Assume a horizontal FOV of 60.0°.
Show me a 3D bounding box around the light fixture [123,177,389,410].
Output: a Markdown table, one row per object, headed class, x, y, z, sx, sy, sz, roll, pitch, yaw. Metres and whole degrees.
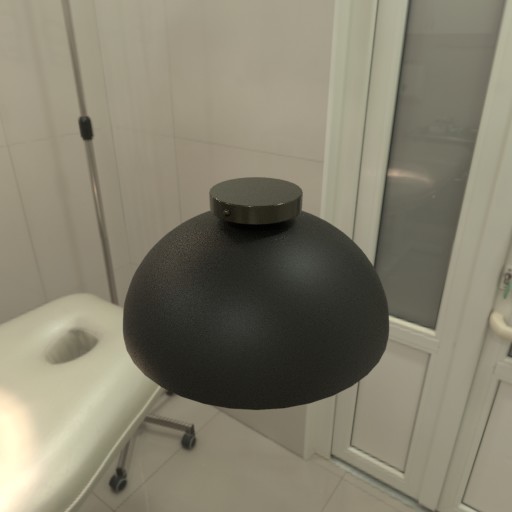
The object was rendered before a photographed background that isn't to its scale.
| class | x | y | z | sx | sy | sz | roll | pitch | yaw |
| --- | --- | --- | --- | --- | --- | --- | --- | --- | --- |
| light fixture | 0.000 | 0.000 | 0.574 | 0.355 | 0.177 | 0.355 | 0 | 26 | 0 |
